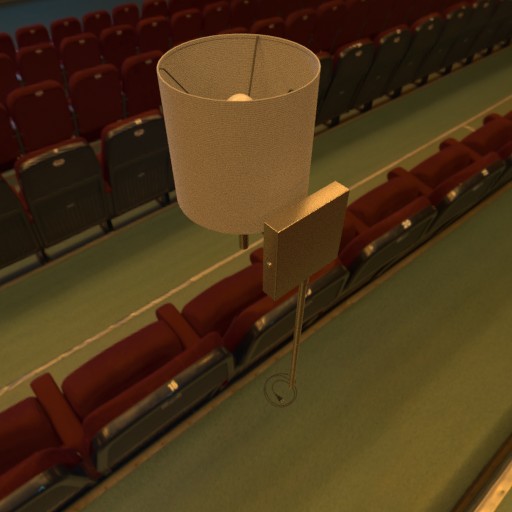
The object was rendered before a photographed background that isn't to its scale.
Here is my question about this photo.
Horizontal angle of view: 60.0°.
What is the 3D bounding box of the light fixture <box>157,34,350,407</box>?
[{"bbox_3d":[0.000,0.000,0.706,0.188,0.589,0.248,-32,53,-27],"label":"light fixture"}]
